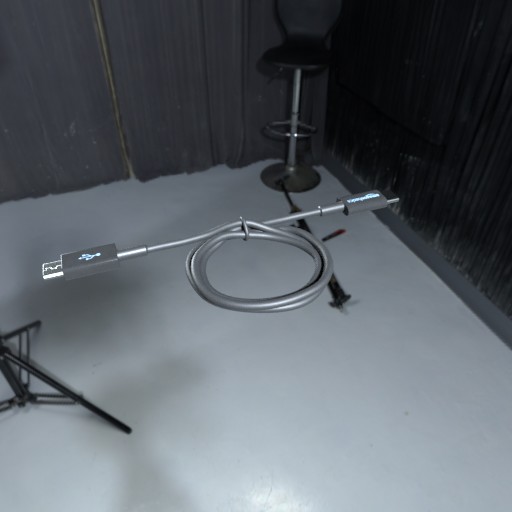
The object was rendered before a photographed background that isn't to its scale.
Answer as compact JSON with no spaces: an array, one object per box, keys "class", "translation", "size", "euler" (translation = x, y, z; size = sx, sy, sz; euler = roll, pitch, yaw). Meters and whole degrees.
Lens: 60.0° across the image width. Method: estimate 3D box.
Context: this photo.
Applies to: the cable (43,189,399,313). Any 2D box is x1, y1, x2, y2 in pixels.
[{"class":"cable","translation":[0.000,0.000,0.212],"size":[0.192,0.014,0.070],"euler":[-14,42,-16]}]
